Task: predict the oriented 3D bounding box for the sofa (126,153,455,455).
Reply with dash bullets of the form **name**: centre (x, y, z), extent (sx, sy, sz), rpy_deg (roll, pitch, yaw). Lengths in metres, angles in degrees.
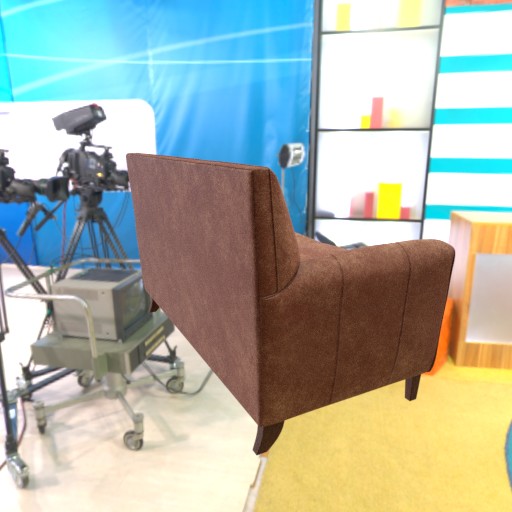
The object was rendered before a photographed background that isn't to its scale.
- **sofa**: centre (0.000, 0.000, 1.965), extent (0.787, 0.871, 1.473), rpy_deg (-7, 16, -26)
